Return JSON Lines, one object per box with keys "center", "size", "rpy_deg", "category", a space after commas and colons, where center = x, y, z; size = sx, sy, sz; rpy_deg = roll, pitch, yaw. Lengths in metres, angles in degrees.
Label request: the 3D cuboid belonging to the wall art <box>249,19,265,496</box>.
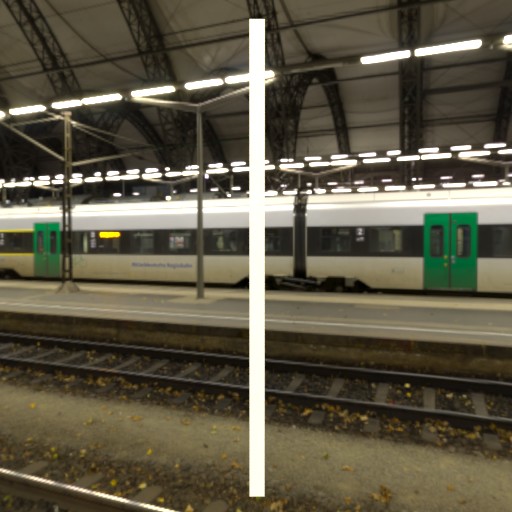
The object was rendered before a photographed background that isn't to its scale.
{"center": [0.000, 0.000, 1.084], "size": [0.026, 0.811, 0.661], "rpy_deg": [0, 2, 0], "category": "wall art"}
